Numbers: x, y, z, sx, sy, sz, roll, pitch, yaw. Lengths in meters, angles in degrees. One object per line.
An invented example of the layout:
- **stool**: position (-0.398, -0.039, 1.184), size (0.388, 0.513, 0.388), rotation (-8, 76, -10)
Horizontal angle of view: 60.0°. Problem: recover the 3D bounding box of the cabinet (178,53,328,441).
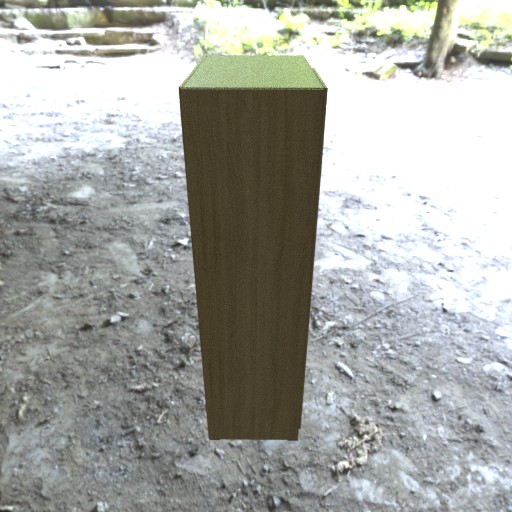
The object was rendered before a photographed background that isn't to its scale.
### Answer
- **cabinet**: position (0.000, 0.000, 2.678), size (0.590, 2.121, 1.001), rotation (0, 31, 0)
